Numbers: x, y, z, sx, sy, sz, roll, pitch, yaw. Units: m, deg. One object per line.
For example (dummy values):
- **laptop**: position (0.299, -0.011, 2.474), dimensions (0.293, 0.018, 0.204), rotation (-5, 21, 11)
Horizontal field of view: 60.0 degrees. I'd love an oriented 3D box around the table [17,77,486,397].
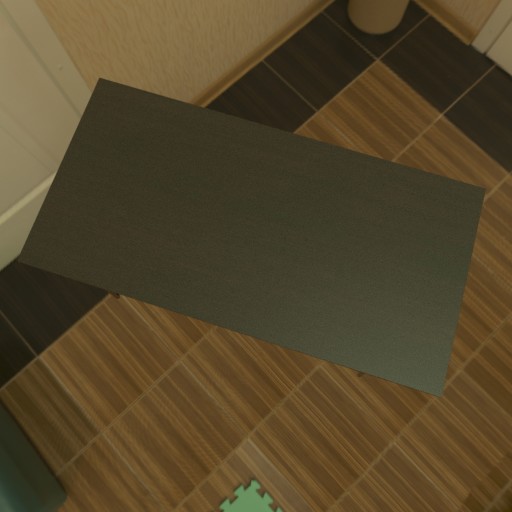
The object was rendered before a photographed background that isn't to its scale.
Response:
- **table**: position (0.000, 0.000, 1.356), dimensions (0.991, 0.660, 0.499), rotation (17, 77, 4)
